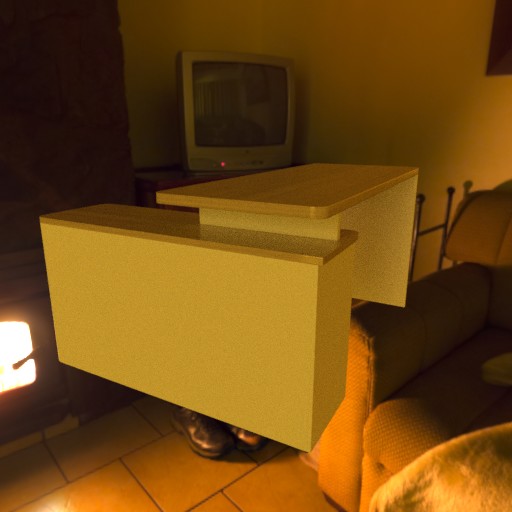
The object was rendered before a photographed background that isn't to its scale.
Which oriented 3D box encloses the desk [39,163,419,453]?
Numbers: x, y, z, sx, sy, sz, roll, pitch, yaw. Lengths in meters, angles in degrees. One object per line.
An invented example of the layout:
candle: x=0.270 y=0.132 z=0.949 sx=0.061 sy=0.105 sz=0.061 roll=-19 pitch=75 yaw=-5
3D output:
desk: x=0.000 y=0.000 z=2.093 sx=1.175 sy=0.770 sz=1.400 roll=9 pitch=18 yaw=28
